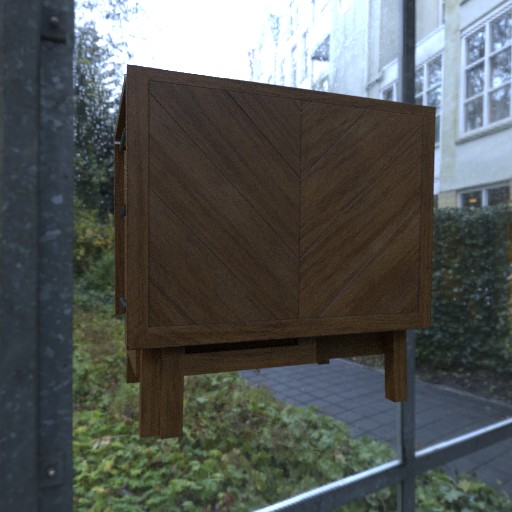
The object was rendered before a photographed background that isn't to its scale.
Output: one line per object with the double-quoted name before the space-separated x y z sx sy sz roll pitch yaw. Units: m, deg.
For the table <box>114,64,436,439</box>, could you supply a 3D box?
"table" 0.000 0.000 1.263 0.746 0.763 0.591 0 1 -20
